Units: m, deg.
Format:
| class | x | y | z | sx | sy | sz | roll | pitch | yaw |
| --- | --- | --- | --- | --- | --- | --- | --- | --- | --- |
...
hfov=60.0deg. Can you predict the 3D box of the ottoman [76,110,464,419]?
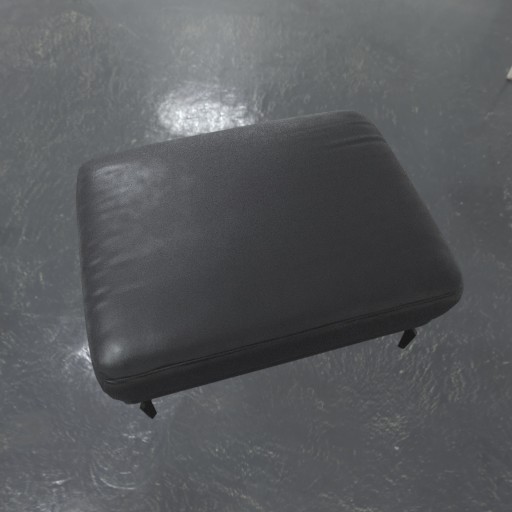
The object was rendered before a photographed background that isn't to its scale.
| class | x | y | z | sx | sy | sz | roll | pitch | yaw |
| --- | --- | --- | --- | --- | --- | --- | --- | --- | --- |
| ottoman | 0.000 | 0.000 | 1.084 | 0.764 | 0.402 | 0.570 | -13 | 58 | -8 |
